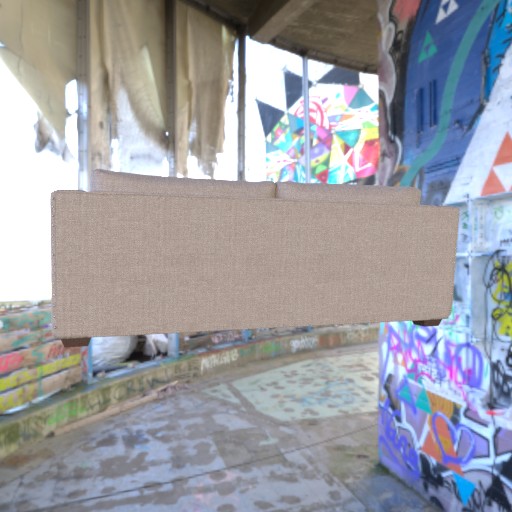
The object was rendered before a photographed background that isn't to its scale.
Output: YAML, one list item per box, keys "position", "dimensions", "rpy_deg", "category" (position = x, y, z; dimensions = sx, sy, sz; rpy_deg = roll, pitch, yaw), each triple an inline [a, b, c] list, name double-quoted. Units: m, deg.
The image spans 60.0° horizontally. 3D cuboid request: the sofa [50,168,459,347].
- position: [0.000, 0.000, 2.735]
  dimensions: [2.208, 0.857, 1.000]
  rpy_deg: [0, 0, -18]
  category: "sofa"
